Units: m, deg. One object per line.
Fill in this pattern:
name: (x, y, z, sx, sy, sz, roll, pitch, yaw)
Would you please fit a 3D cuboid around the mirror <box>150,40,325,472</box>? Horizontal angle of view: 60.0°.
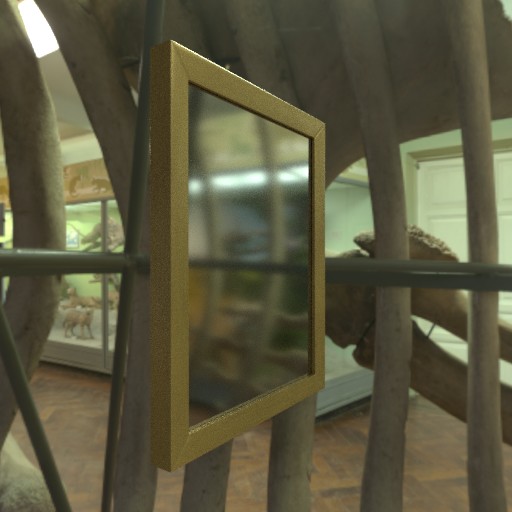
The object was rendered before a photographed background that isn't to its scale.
mirror: (0.000, 0.000, 0.696, 0.041, 0.508, 0.405, 0, 0, 35)
